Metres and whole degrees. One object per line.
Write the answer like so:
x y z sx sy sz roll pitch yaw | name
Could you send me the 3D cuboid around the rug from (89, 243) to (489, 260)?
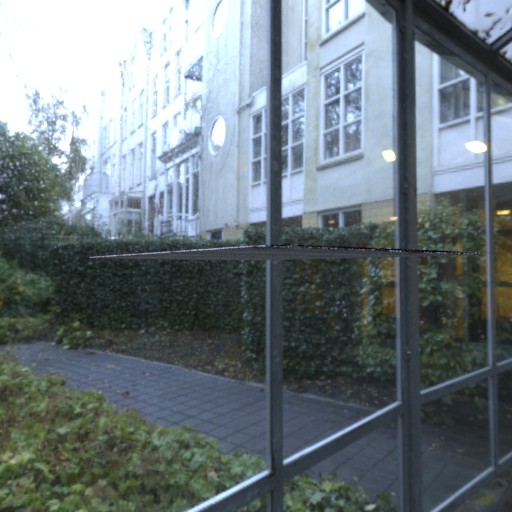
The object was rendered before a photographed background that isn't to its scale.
0.000 0.000 2.283 1.217 0.012 1.848 1 -2 -36 | rug
